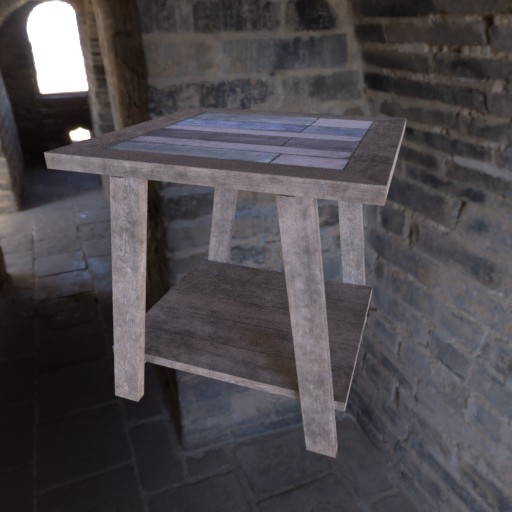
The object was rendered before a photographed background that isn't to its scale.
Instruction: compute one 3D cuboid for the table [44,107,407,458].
[{"bbox_3d":[0.000,0.000,1.114,0.610,0.610,0.610,9,28,17],"label":"table"}]
